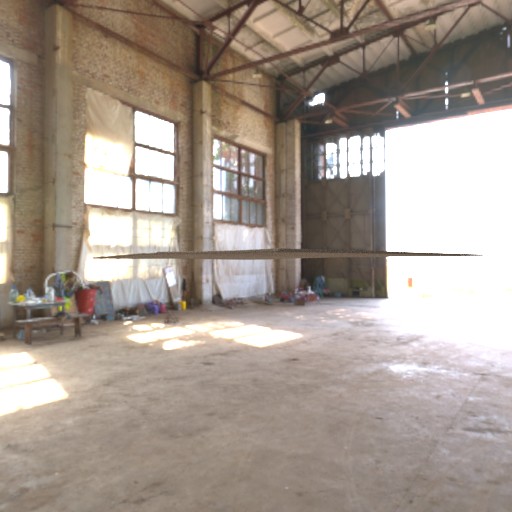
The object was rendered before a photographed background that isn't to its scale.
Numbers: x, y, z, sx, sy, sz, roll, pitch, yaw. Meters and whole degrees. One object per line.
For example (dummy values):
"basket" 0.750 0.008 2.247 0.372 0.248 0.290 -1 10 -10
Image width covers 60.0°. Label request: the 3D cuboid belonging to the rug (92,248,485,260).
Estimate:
"rug" 0.000 0.000 2.314 1.162 0.022 1.804 1 -1 -36
